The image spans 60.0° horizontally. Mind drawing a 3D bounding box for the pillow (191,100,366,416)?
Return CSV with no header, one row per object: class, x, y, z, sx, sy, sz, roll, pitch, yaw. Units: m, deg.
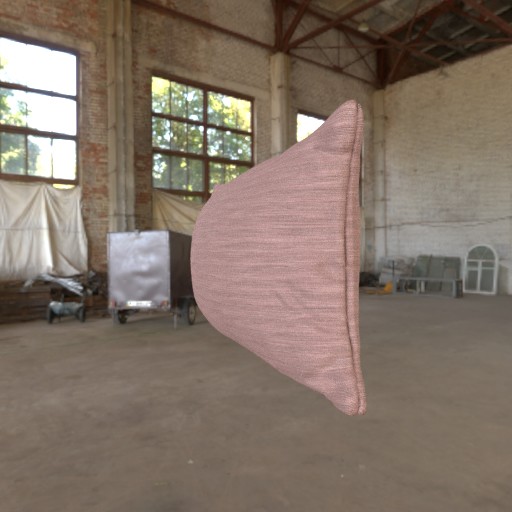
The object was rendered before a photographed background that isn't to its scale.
pillow,0.000,0.000,0.762,0.210,0.338,0.633,0,1,-18
